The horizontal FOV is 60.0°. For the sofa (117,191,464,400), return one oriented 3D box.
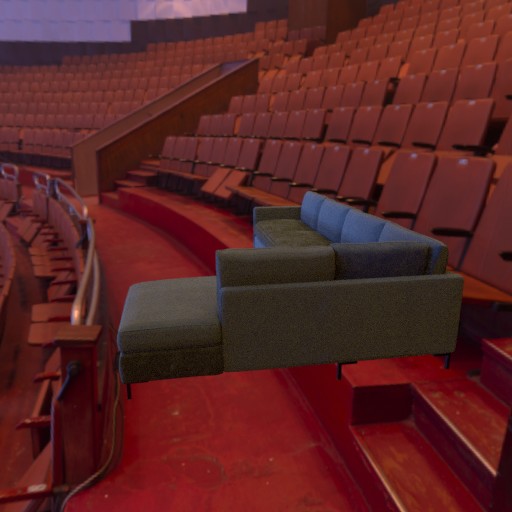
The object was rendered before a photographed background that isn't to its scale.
[{"bbox_3d":[0.000,0.000,3.266,1.707,0.687,2.486,-3,15,-10],"label":"sofa"}]
